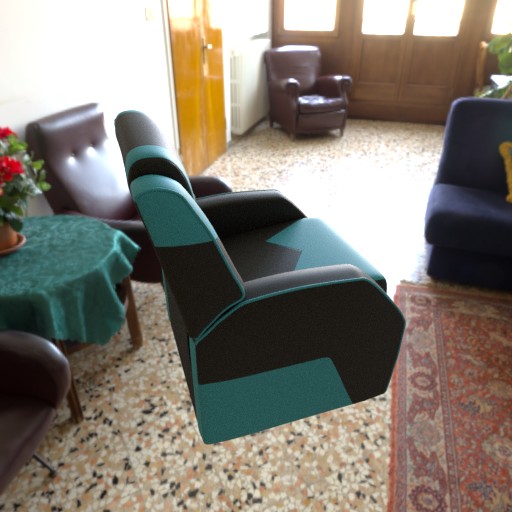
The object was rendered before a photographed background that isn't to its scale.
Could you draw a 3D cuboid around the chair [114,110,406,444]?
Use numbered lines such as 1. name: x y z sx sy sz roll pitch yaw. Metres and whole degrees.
1. chair: 0.000 0.000 1.305 0.672 0.805 0.620 -10 32 -16
